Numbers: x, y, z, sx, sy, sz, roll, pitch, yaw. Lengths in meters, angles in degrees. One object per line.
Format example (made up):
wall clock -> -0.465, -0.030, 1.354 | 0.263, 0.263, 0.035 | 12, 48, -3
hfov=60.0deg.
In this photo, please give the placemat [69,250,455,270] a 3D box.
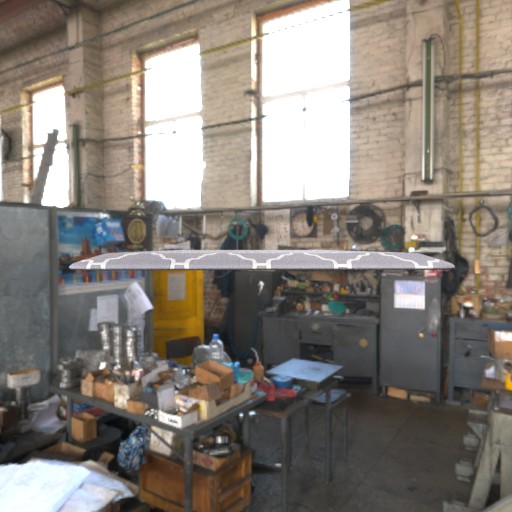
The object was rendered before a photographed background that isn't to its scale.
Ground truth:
placemat -> 0.000, 0.000, 0.932 | 0.508, 0.021, 0.762 | 0, 1, -2
